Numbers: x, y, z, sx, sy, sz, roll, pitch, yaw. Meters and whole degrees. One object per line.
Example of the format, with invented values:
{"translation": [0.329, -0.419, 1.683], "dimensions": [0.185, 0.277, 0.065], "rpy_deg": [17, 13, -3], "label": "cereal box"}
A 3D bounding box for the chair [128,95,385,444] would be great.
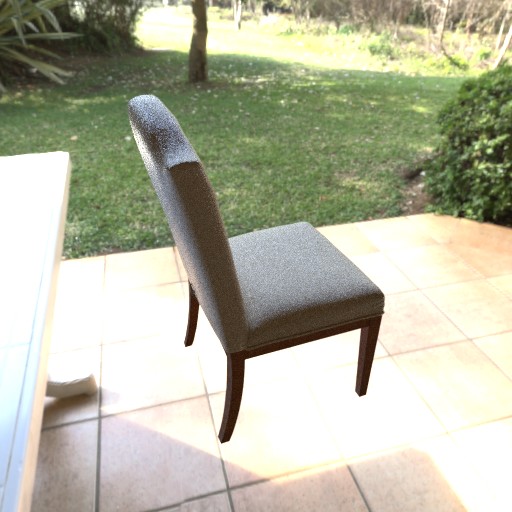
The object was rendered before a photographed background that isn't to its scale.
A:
{"translation": [0.000, 0.000, 1.405], "dimensions": [0.648, 1.012, 0.534], "rpy_deg": [-12, 33, -18], "label": "chair"}
